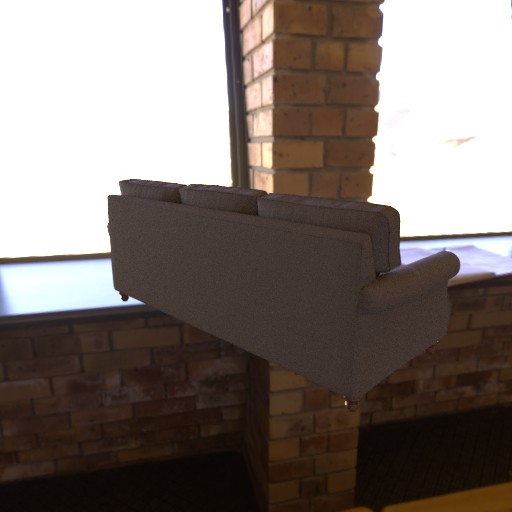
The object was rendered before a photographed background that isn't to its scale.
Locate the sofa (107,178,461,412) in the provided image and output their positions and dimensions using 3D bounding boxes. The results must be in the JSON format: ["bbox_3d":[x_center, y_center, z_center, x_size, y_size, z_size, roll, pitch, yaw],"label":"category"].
[{"bbox_3d":[0.000,0.000,2.893,2.353,0.948,0.966,14,20,43],"label":"sofa"}]
